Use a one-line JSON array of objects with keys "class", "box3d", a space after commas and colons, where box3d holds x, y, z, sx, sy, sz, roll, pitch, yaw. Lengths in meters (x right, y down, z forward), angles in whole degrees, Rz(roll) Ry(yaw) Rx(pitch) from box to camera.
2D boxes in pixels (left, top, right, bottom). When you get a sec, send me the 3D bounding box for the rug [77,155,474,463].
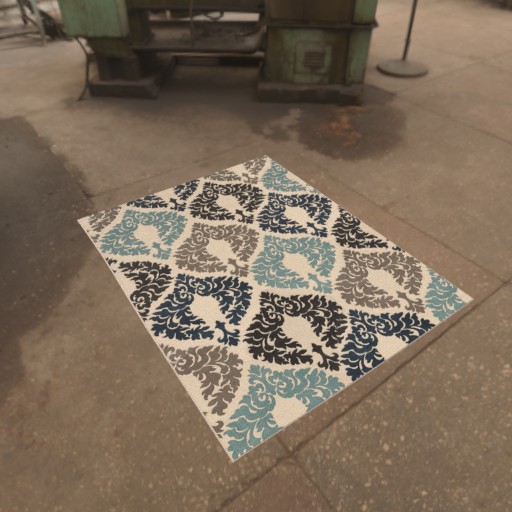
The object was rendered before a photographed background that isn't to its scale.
[{"class": "rug", "box3d": [0.000, 0.000, 4.174, 2.423, 0.014, 3.040, -25, 47, -25]}]
